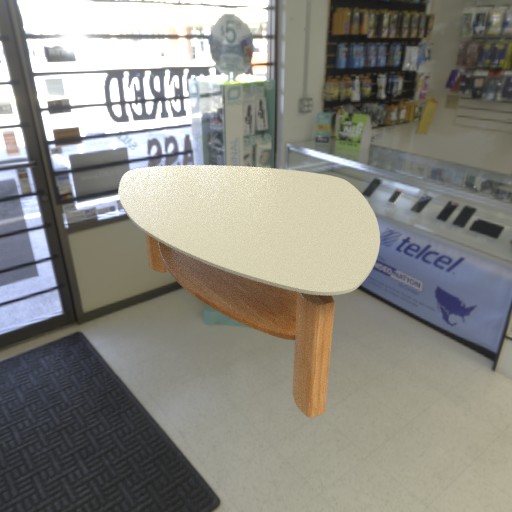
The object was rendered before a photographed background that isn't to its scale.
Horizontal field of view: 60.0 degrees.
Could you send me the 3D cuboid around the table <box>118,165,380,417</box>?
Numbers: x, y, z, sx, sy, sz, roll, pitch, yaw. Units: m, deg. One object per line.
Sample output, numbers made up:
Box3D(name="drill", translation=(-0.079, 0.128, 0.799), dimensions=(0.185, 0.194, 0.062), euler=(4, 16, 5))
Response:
Box3D(name="table", translation=(0.000, 0.000, 1.636), dimensions=(0.850, 0.440, 1.250), euler=(-17, 31, -31))
